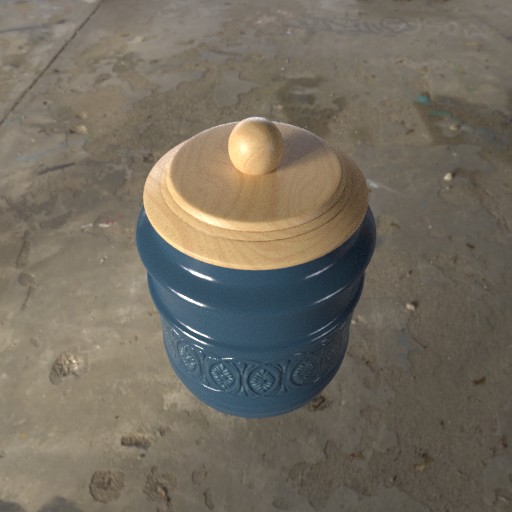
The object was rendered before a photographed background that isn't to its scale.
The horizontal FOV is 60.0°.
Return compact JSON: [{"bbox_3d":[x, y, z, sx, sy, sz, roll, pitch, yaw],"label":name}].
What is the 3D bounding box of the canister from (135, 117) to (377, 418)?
[{"bbox_3d":[0.000,0.000,0.264,0.130,0.176,0.130,0,47,0],"label":"canister"}]
